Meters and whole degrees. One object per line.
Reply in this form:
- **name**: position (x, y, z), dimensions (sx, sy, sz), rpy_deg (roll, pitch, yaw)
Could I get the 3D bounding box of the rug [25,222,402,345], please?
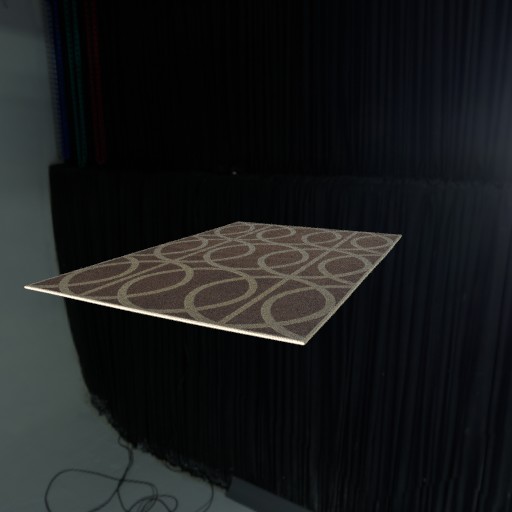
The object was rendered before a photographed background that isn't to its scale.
- **rug**: position (0.000, 0.000, 2.919), dimensions (1.526, 0.014, 2.290), rpy_deg (7, 15, 25)
